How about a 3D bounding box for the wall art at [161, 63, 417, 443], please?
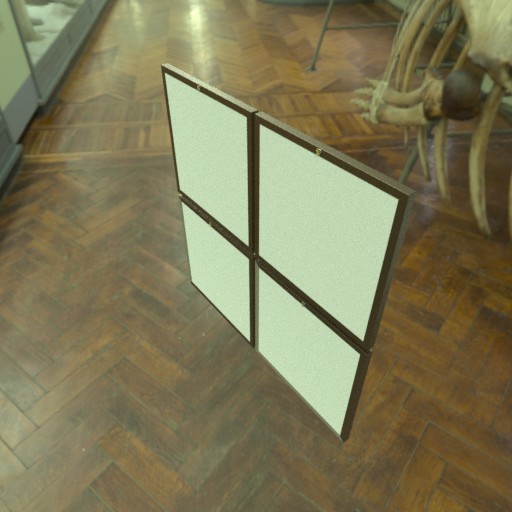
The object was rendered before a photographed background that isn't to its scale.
[{"bbox_3d":[0.000,0.000,1.541,0.030,1.032,1.032,-27,47,-28],"label":"wall art"}]
